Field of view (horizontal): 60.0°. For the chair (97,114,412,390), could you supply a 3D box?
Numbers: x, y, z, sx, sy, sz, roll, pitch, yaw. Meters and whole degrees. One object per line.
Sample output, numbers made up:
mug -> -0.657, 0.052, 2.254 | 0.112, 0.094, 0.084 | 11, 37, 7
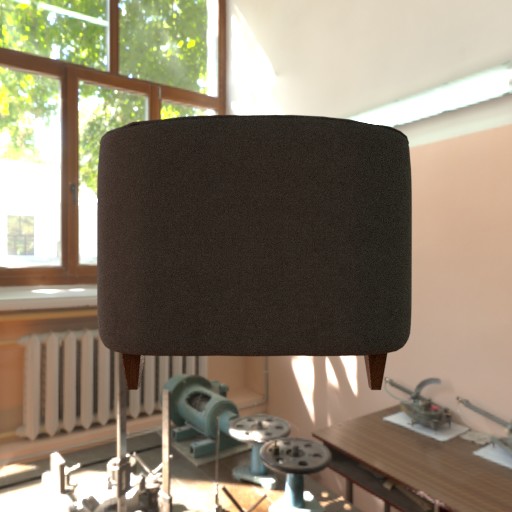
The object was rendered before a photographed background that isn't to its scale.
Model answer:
chair -> 0.000, 0.000, 1.782 | 1.104, 0.852, 0.941 | 0, 0, 0
